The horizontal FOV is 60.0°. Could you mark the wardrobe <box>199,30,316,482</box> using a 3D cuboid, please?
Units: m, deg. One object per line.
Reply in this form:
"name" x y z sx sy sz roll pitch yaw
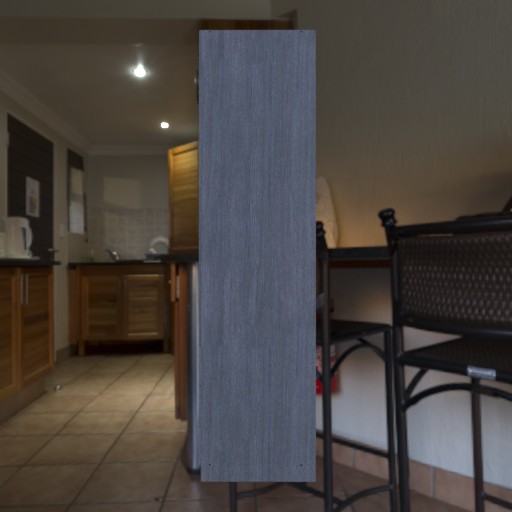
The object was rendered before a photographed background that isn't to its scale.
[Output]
"wardrobe" 0.000 0.000 2.520 0.510 1.910 1.290 0 0 0
